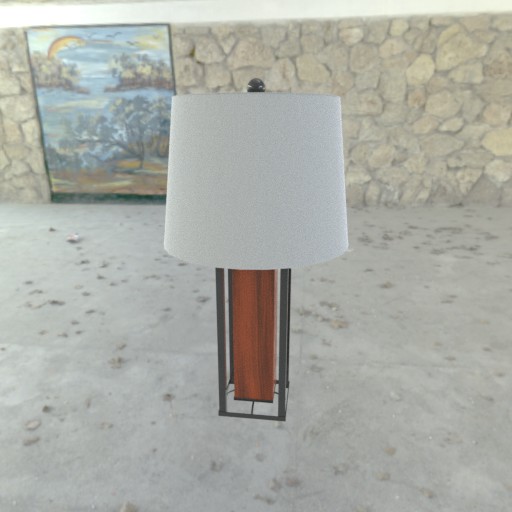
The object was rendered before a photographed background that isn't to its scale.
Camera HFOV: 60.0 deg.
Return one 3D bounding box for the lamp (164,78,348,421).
[{"bbox_3d":[0.000,0.000,0.790,0.320,0.591,0.320,0,17,0],"label":"lamp"}]
